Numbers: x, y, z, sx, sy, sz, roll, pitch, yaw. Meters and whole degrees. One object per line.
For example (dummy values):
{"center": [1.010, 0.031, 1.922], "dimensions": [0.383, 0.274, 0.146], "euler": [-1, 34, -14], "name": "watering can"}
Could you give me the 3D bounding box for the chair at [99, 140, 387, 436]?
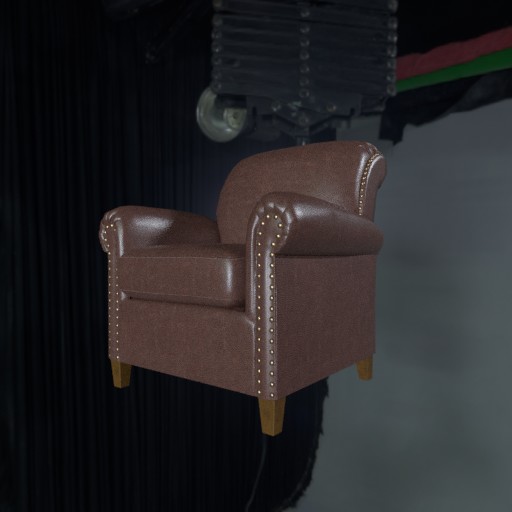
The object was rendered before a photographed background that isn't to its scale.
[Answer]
{"center": [0.000, 0.000, 1.665], "dimensions": [0.854, 0.927, 0.890], "euler": [1, 1, 38], "name": "chair"}
